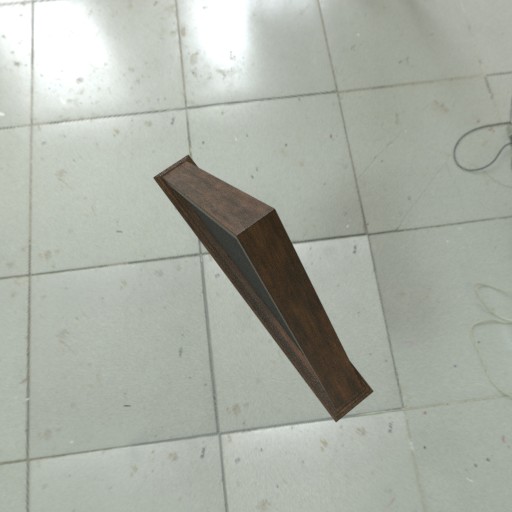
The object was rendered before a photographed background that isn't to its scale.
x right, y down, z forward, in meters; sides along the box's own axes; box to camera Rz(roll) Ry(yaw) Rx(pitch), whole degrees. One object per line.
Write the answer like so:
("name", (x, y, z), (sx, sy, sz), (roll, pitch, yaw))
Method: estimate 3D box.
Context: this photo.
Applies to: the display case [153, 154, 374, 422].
("display case", (0.000, 0.000, 0.767), (0.095, 0.340, 0.640), (-36, 77, -9))
